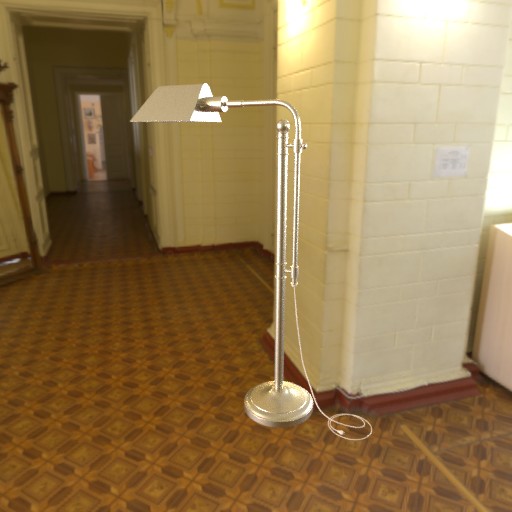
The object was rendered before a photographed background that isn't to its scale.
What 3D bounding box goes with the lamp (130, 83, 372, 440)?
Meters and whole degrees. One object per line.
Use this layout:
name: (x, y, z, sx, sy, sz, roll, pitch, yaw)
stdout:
lamp: (0.000, 0.000, 0.958, 0.546, 0.708, 0.159, 8, 18, 26)
